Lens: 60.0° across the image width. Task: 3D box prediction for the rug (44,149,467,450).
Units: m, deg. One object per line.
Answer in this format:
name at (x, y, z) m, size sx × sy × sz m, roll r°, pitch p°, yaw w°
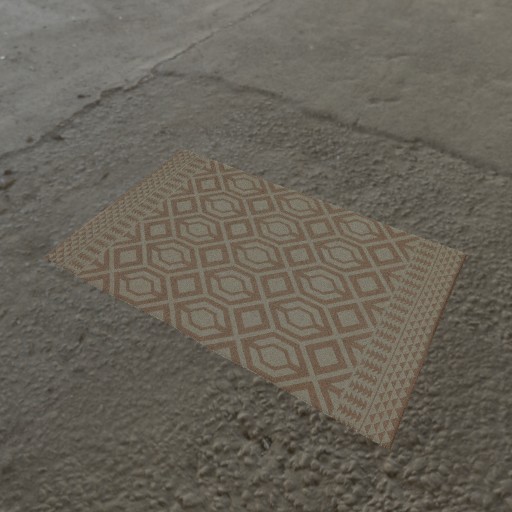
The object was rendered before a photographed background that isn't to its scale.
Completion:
rug at (0.000, 0.000, 2.999) m, size 2.435 × 0.011 × 1.526 m, roll 24°, pitch 51°, yaw 21°
